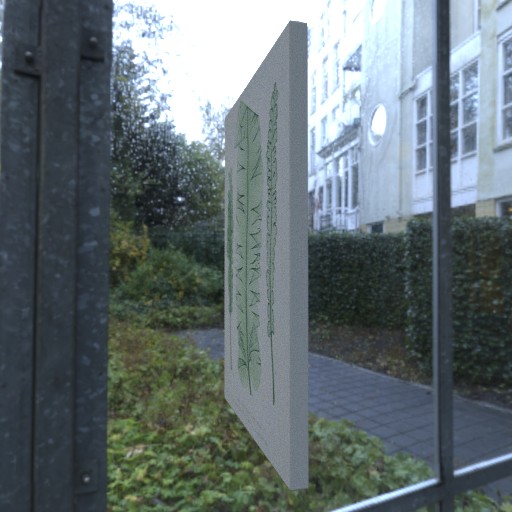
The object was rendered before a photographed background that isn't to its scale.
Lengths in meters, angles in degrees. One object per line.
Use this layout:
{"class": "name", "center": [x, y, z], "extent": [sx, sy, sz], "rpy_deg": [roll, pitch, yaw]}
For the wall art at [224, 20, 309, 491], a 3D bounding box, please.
{"class": "wall art", "center": [0.000, 0.000, 1.158], "extent": [0.038, 0.914, 0.610], "rpy_deg": [0, -1, -16]}
